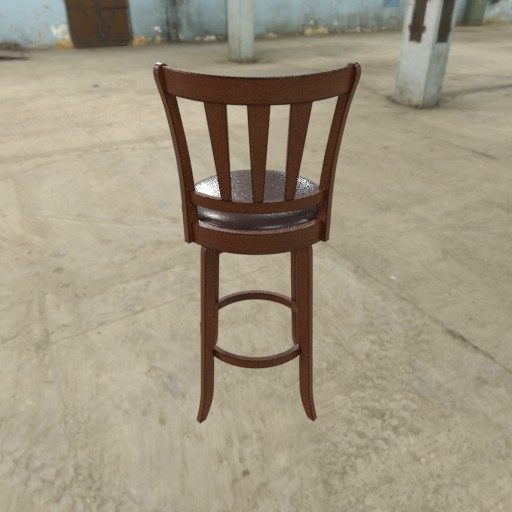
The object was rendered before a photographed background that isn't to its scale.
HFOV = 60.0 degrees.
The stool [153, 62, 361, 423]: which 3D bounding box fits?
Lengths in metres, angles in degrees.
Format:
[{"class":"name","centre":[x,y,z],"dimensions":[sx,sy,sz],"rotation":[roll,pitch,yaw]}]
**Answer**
[{"class":"stool","centre":[0.000,0.000,1.416],"dimensions":[0.464,1.177,0.503],"rotation":[-1,30,-1]}]
